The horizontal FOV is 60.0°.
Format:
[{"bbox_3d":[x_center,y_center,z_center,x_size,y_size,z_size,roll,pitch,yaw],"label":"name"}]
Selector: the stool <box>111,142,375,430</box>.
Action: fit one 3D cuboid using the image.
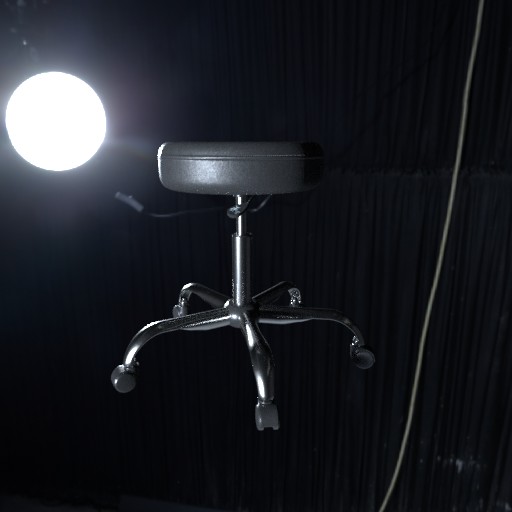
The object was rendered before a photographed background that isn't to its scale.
[{"bbox_3d":[0.000,0.000,1.155,0.638,0.576,0.673,2,15,10],"label":"stool"}]
